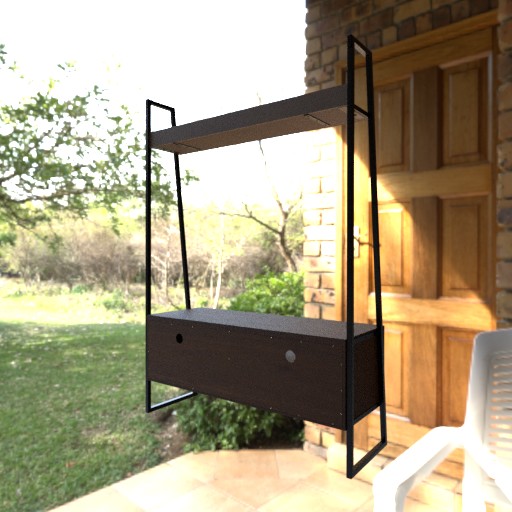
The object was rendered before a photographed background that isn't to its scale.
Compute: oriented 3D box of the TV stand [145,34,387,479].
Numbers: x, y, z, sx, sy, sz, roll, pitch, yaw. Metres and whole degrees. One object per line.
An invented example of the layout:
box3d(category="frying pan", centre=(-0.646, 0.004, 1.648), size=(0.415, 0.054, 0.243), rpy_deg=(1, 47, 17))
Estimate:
box3d(category="TV stand", centre=(0.000, 0.000, 2.295), size=(1.250, 1.772, 0.432), rpy_deg=(0, 0, 37))
